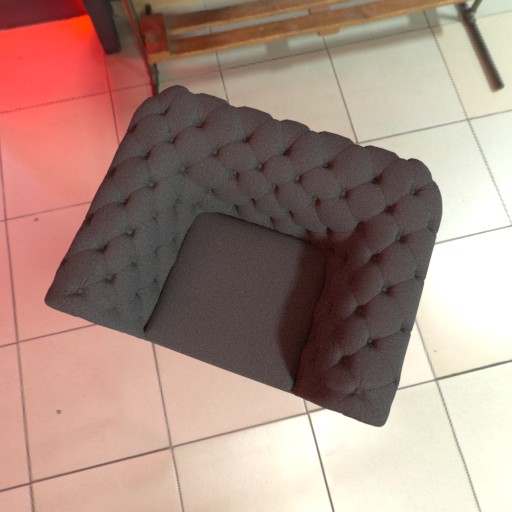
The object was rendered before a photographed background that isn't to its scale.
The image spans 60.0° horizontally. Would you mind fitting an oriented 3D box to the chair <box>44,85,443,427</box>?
[{"bbox_3d":[0.000,0.000,1.895,1.270,0.770,0.976,19,76,5],"label":"chair"}]
